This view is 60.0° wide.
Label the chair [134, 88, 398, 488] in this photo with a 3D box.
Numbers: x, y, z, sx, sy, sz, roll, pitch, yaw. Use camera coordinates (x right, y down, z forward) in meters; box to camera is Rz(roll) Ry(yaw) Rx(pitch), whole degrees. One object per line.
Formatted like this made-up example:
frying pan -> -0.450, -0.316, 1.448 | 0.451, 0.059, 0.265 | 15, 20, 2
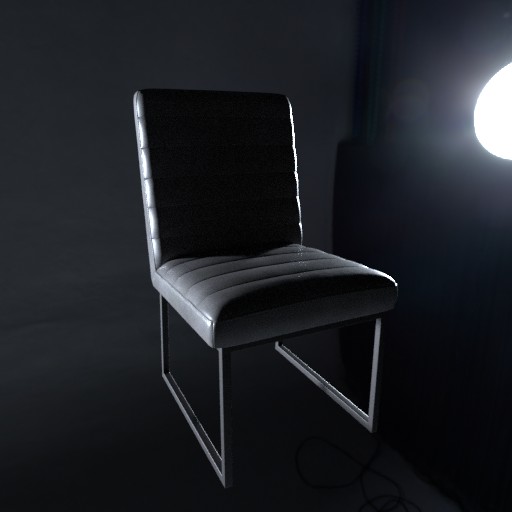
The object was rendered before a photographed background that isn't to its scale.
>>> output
chair -> 0.000, 0.000, 1.274 | 0.520, 0.930, 0.634 | -8, 18, -26
